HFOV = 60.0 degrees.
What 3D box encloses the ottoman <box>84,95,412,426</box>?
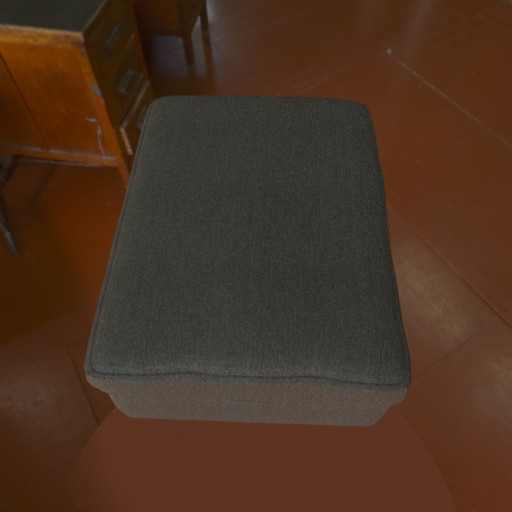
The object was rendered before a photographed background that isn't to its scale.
[{"bbox_3d":[0.000,0.000,1.188,0.639,0.496,0.826,2,57,1],"label":"ottoman"}]
